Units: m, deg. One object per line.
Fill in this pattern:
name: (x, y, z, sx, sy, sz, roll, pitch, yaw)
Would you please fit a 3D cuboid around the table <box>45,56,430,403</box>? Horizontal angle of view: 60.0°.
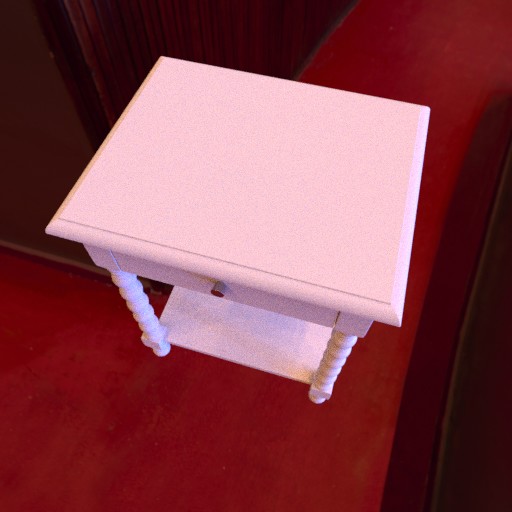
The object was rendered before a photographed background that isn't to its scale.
table: (0.000, 0.000, 0.850, 0.460, 0.531, 0.381, 14, 59, 9)
